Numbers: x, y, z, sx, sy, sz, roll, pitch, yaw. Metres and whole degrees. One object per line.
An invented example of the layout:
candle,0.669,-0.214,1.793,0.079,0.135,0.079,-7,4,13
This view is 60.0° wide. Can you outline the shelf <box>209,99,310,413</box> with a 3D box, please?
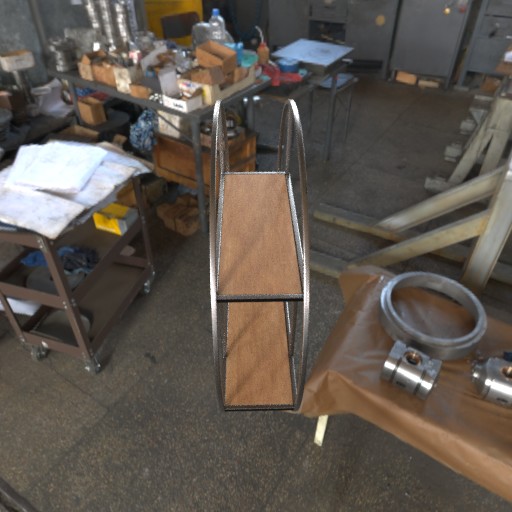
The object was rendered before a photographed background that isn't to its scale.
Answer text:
shelf,0.000,0.000,1.335,0.202,0.888,0.888,-1,40,-1
